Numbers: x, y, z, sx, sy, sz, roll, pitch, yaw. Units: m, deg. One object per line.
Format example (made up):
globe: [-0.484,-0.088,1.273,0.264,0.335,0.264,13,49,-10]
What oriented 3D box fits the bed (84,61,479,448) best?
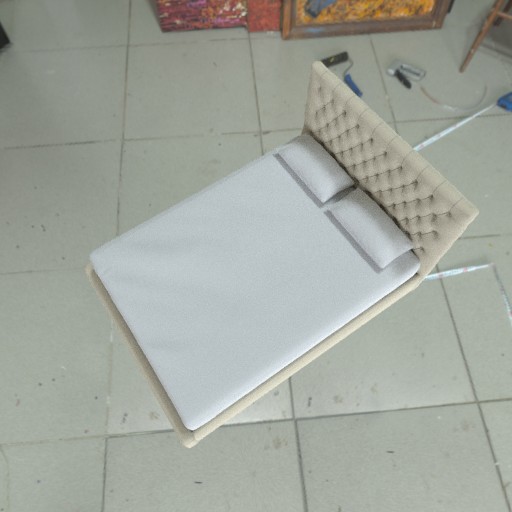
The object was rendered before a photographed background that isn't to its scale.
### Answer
bed: [0.000,0.000,3.467,2.387,1.427,1.698,-32,68,-14]
